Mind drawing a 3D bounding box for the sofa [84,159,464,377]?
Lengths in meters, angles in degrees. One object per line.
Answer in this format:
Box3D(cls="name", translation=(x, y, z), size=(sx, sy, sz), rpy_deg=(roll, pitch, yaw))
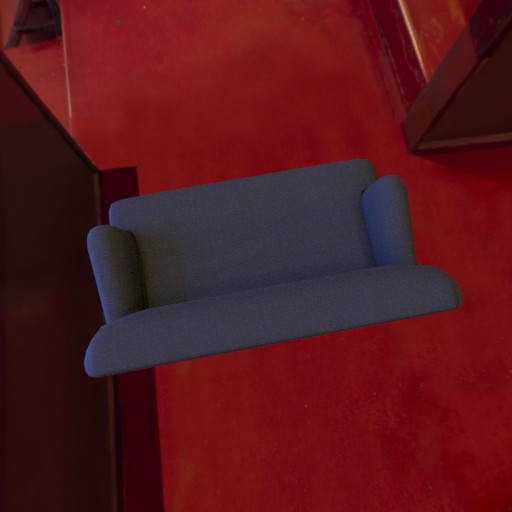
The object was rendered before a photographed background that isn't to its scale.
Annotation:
Box3D(cls="sofa", translation=(0.000, 0.000, 1.836), size=(1.297, 0.889, 0.779), rpy_deg=(-10, 75, -3))
